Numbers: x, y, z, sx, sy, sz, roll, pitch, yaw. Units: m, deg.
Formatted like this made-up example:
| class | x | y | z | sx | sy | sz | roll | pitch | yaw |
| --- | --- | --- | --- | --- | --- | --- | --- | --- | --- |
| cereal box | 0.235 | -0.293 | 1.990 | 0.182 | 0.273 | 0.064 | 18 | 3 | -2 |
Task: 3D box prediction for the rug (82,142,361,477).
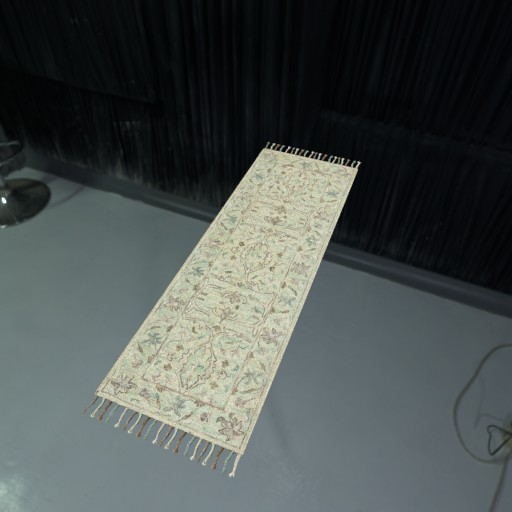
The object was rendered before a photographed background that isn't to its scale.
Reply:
| class | x | y | z | sx | sy | sz | roll | pitch | yaw |
| --- | --- | --- | --- | --- | --- | --- | --- | --- | --- |
| rug | 0.000 | 0.000 | 2.723 | 0.769 | 0.013 | 2.440 | 16 | 49 | 15 |
